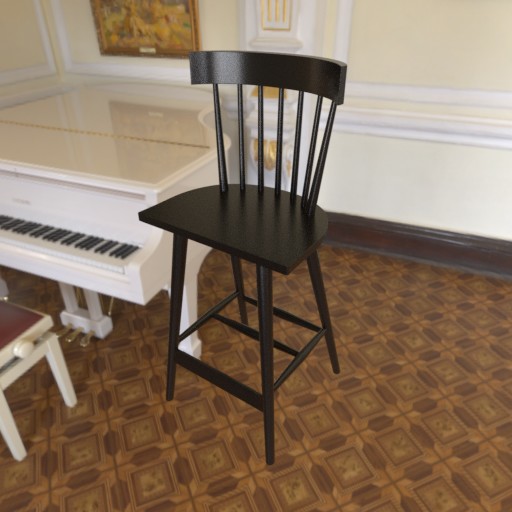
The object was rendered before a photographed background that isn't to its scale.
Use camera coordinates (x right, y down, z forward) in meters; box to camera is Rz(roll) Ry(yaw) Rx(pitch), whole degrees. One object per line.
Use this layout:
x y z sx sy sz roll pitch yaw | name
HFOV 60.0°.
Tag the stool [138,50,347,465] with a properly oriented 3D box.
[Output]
0.000 0.000 1.334 0.482 1.092 0.483 20 36 29 | stool
